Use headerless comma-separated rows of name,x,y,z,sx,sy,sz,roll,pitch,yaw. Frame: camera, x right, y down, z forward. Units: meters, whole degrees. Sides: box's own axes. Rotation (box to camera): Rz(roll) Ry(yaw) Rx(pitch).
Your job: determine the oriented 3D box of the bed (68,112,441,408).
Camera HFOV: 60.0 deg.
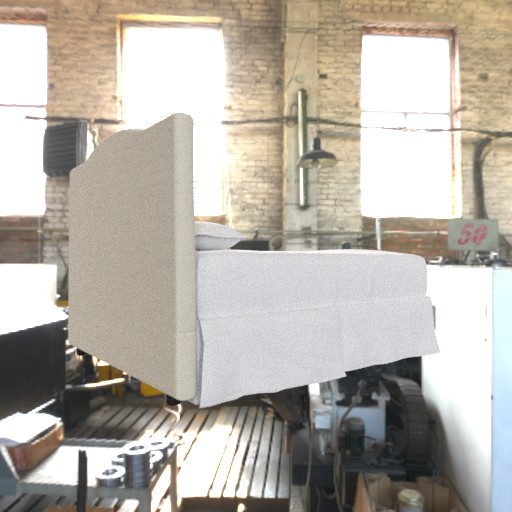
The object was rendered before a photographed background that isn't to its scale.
bed,0.000,0.000,3.293,2.196,1.449,1.741,0,-1,-38
